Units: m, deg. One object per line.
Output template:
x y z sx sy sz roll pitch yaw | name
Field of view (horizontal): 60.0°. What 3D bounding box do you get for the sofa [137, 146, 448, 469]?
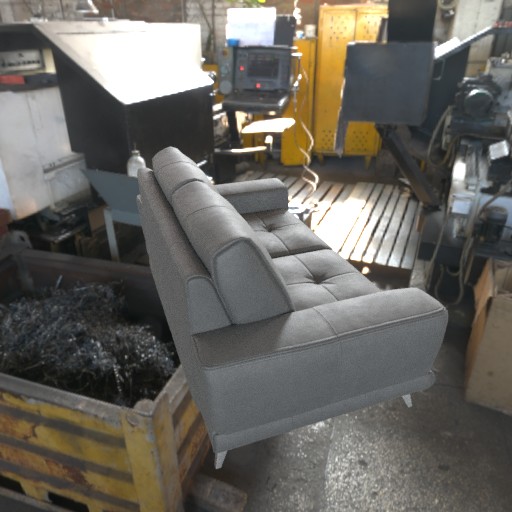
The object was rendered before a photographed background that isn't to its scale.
0.000 0.000 2.345 1.018 0.907 1.806 -10 30 -18 | sofa
